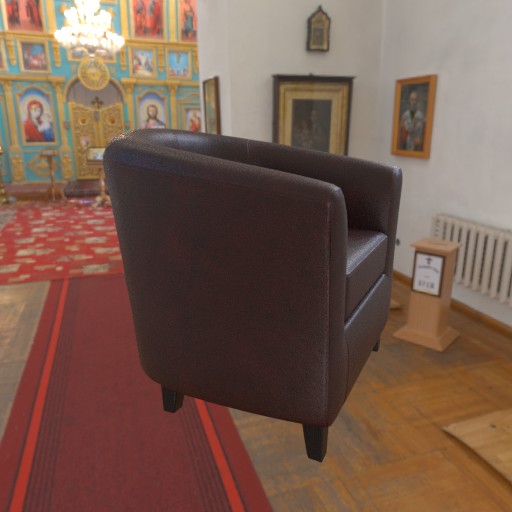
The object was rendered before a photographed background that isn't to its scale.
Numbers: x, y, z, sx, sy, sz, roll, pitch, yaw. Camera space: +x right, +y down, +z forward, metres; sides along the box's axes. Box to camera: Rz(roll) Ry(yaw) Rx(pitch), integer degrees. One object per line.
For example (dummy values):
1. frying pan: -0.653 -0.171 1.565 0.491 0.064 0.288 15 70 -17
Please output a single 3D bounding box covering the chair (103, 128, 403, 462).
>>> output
1. chair: 0.000 0.000 1.353 0.727 0.756 0.792 7 16 25
